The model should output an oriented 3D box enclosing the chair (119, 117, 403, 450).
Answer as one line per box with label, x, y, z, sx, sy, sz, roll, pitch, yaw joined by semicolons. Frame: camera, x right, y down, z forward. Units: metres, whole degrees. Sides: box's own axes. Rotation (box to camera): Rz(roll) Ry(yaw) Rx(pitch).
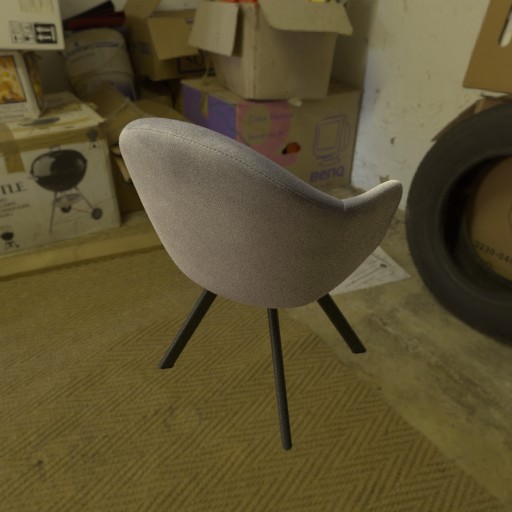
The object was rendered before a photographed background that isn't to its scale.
chair;0.000;0.000;1.137;0.570;0.780;0.540;21;37;31
